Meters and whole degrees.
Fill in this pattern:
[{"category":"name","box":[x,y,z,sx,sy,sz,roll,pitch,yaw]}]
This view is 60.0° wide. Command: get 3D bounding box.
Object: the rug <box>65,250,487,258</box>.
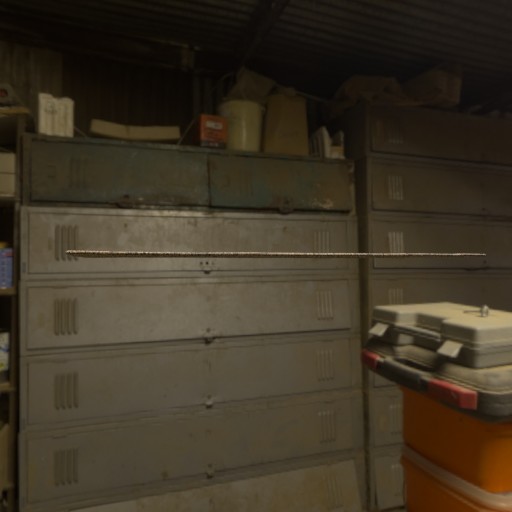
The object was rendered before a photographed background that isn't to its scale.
[{"category":"rug","box":[0.000,0.000,4.285,3.199,0.036,2.414,0,-1,-18]}]
